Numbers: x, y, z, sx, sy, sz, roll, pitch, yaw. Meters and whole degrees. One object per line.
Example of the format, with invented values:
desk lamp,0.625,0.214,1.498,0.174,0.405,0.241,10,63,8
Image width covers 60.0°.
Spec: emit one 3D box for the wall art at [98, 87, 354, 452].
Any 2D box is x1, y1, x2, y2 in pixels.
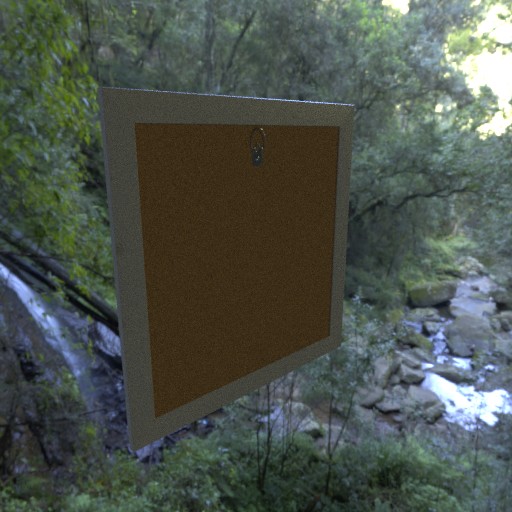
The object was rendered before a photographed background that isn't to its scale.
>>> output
wall art,0.000,0.000,0.859,0.572,0.577,0.015,-14,21,-41
